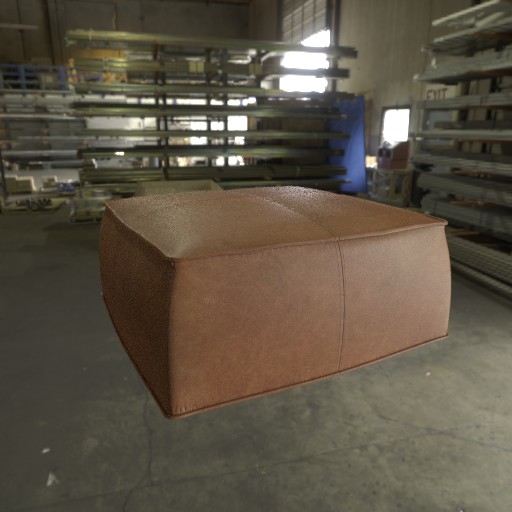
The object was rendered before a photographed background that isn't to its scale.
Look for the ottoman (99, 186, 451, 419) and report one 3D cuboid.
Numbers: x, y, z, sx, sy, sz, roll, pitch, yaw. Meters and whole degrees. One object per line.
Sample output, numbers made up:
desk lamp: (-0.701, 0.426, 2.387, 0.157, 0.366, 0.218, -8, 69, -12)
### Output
ottoman: (0.000, 0.000, 1.428, 0.902, 0.395, 0.901, -8, 18, -26)
